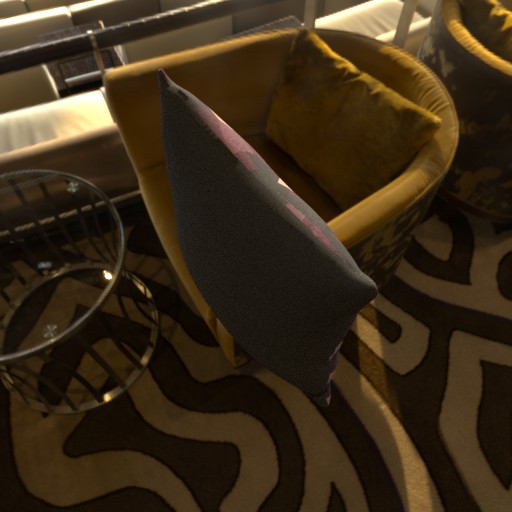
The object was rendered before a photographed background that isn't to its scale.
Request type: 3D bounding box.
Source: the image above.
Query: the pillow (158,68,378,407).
[{"bbox_3d":[0.000,0.000,0.794,0.208,0.496,0.503,-31,63,-18],"label":"pillow"}]
